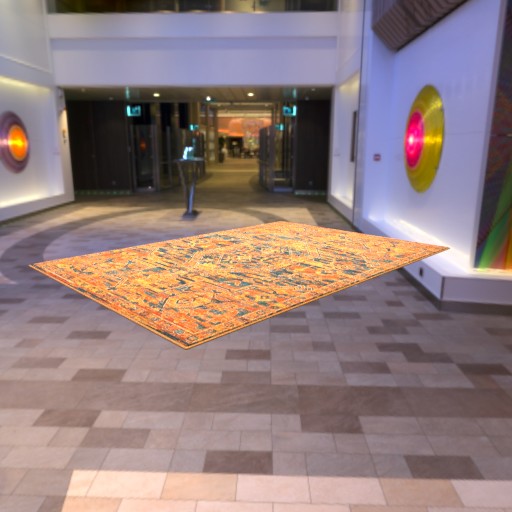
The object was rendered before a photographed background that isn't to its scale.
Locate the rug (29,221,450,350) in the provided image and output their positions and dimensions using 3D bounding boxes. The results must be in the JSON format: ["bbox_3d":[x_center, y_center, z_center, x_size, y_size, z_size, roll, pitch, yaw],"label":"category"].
[{"bbox_3d":[0.000,0.000,3.702,2.916,0.019,2.043,-13,19,-43],"label":"rug"}]
